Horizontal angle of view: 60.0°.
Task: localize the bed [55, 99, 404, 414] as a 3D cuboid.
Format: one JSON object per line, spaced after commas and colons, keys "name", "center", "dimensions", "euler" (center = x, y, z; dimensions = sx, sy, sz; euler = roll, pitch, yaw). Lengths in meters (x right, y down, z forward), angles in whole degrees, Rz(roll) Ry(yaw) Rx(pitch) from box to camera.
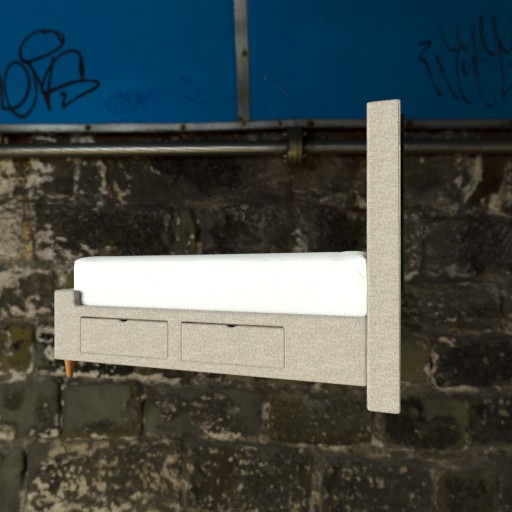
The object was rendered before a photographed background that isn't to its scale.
{"name": "bed", "center": [0.000, 0.000, 3.761], "dimensions": [2.372, 1.748, 2.044], "euler": [0, 0, 18]}
